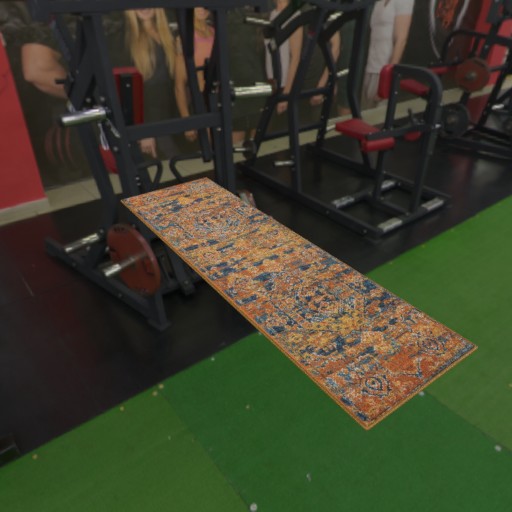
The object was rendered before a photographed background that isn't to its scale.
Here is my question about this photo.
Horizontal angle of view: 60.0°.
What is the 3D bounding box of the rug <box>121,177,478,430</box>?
[{"bbox_3d":[0.000,0.000,1.991,0.556,0.013,1.820,-21,38,-30],"label":"rug"}]
